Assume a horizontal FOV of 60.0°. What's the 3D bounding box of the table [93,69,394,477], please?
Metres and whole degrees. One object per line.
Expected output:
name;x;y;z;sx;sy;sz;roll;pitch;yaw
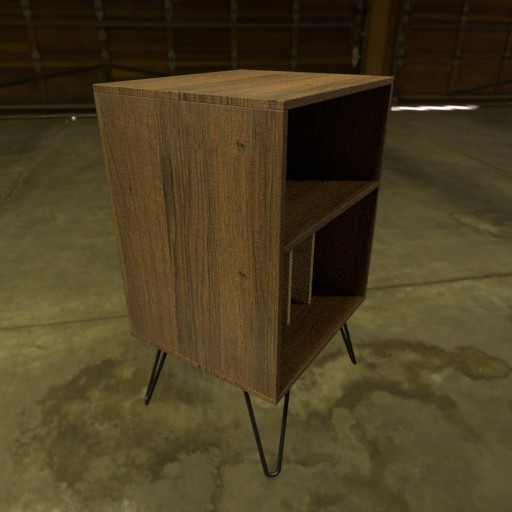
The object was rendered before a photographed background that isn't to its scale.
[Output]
table;0.000;0.000;1.171;0.457;0.866;0.526;17;31;30
